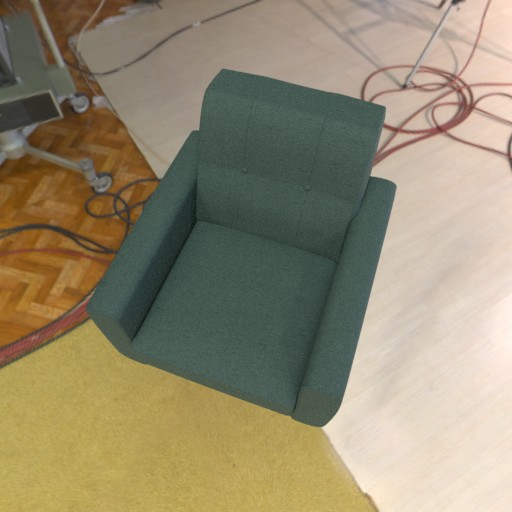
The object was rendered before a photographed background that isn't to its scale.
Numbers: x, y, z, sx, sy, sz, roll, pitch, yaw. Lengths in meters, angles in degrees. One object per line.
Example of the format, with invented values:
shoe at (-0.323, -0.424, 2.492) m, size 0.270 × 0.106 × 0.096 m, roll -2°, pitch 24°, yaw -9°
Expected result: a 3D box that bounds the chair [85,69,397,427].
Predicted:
chair at (0.000, 0.000, 1.597) m, size 0.831 × 0.841 × 0.909 m, roll 17°, pitch 60°, yaw 10°
